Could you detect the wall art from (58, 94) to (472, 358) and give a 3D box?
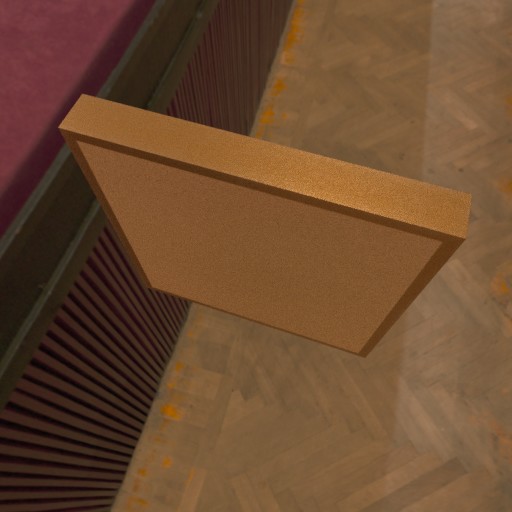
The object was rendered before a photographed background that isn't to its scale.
[{"bbox_3d":[0.000,0.000,0.458,0.306,0.305,0.038,17,64,9],"label":"wall art"}]
